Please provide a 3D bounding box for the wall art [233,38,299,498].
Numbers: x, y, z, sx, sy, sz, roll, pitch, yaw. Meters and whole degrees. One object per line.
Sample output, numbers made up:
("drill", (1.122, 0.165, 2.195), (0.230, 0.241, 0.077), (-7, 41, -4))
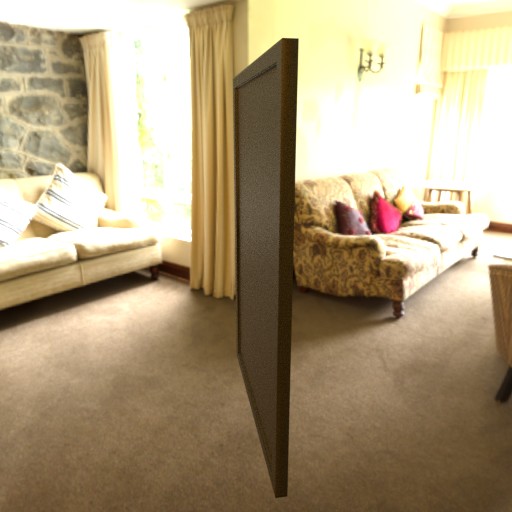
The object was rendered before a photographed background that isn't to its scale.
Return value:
("wall art", (0.000, 0.000, 0.540), (0.013, 0.431, 0.303), (-3, 17, -10))
